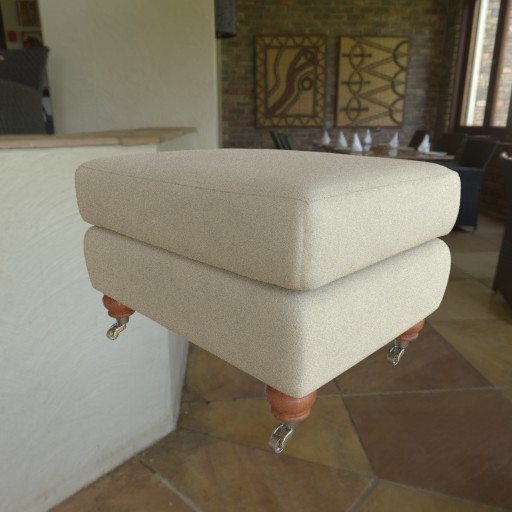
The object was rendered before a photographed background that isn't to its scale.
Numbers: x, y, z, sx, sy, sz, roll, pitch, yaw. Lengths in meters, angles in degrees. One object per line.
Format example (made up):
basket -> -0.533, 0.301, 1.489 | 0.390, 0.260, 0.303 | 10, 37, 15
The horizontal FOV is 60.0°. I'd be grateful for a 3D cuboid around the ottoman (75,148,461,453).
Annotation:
ottoman -> 0.000, 0.000, 1.097 | 0.773, 0.504, 0.569 | 16, 23, 42
